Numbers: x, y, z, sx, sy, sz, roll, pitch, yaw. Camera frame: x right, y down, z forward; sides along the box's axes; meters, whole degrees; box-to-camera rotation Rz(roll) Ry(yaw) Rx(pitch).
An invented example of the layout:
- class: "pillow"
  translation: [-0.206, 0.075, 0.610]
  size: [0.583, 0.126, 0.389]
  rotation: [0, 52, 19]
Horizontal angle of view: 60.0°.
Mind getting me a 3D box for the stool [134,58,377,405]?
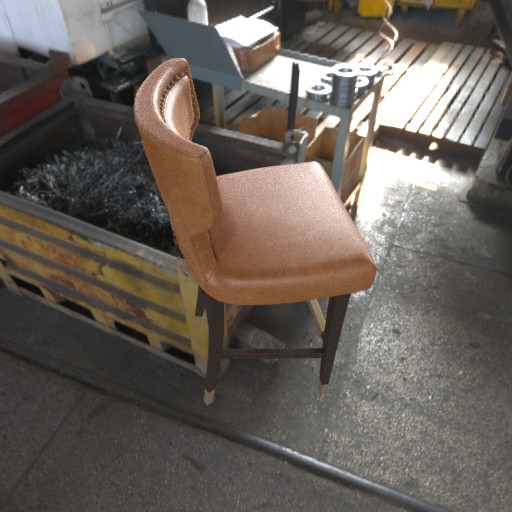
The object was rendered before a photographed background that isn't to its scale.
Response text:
- class: "stool"
  translation: [0.000, 0.000, 1.412]
  size: [0.563, 1.092, 0.526]
  rotation: [-8, 46, -8]
